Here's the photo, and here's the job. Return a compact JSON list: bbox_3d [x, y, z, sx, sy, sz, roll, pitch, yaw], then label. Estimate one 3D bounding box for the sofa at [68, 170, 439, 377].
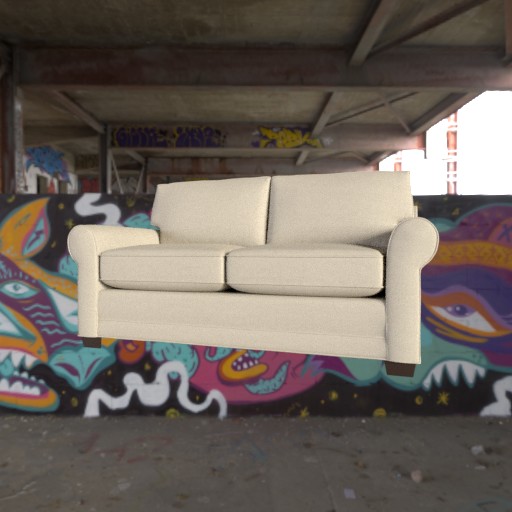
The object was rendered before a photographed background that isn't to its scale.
[{"bbox_3d":[0.000,0.000,2.362,1.774,0.933,0.861,0,1,20],"label":"sofa"}]
